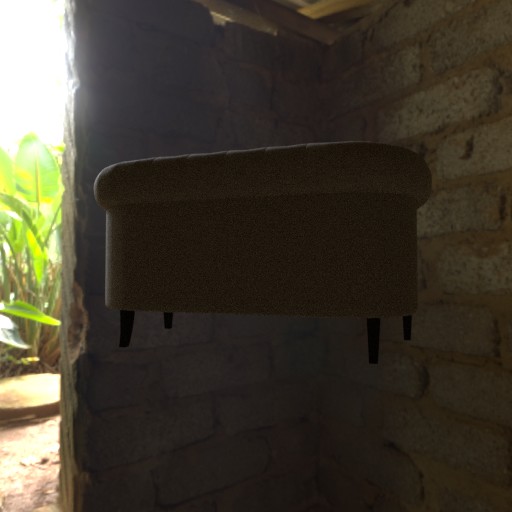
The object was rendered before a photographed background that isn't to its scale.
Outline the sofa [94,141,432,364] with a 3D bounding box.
[{"bbox_3d":[0.000,0.000,2.083,1.558,0.827,0.835,-1,-2,19],"label":"sofa"}]
